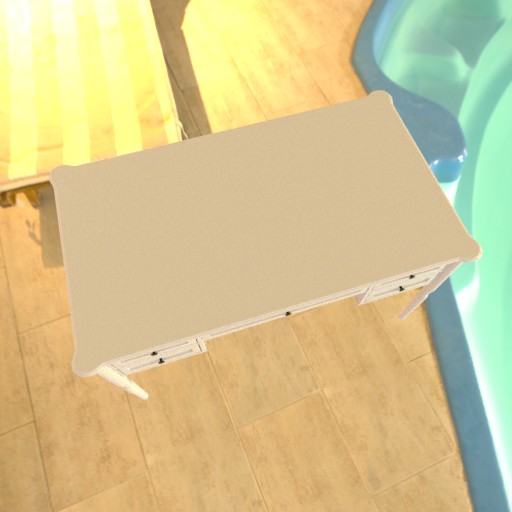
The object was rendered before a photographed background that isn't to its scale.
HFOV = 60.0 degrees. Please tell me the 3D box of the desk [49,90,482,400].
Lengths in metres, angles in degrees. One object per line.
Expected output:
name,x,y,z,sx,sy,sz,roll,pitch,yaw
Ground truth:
desk,0.000,0.000,1.901,1.380,0.762,0.807,-16,65,-7
